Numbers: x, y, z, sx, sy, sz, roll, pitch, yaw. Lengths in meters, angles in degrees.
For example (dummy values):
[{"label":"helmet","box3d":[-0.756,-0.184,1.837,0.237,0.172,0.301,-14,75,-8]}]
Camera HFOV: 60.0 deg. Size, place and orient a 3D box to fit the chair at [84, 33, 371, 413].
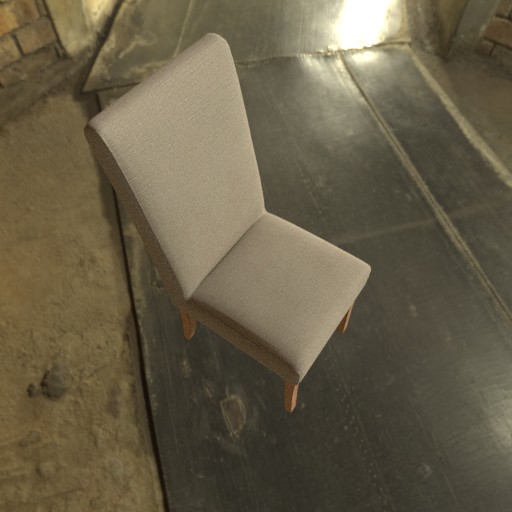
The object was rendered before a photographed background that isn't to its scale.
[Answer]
[{"label":"chair","box3d":[0.000,0.000,1.352,0.611,1.033,0.450,31,62,18]}]
